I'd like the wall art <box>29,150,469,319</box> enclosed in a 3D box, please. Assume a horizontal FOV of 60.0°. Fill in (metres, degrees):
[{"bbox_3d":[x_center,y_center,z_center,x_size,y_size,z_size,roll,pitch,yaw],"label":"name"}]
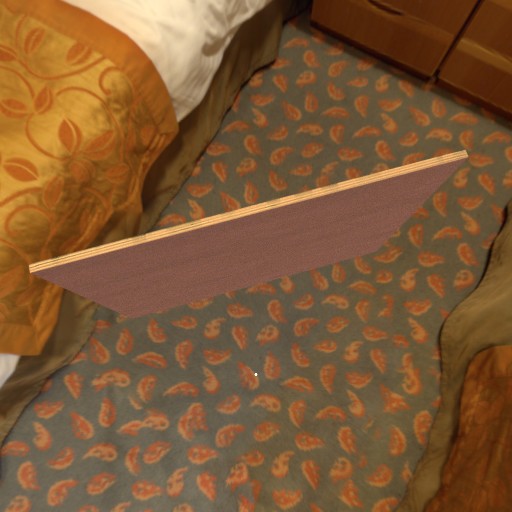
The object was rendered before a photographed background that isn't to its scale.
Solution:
[{"bbox_3d":[0.000,0.000,0.693,0.508,0.408,0.010,-15,76,-4],"label":"wall art"}]
